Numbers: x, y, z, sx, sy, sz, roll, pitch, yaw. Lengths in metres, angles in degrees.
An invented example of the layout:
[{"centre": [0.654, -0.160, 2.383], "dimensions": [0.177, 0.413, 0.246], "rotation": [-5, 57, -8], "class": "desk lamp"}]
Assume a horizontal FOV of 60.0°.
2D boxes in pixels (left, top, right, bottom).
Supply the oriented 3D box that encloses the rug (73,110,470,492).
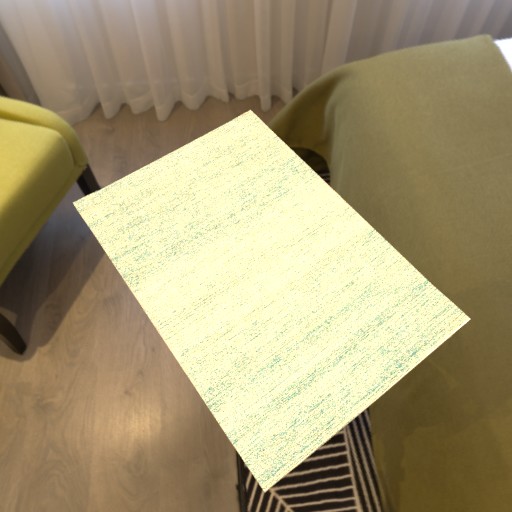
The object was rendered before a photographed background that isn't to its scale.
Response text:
[{"centre": [0.000, 0.000, 2.955], "dimensions": [1.593, 0.029, 2.305], "rotation": [-32, 65, -17], "class": "rug"}]
